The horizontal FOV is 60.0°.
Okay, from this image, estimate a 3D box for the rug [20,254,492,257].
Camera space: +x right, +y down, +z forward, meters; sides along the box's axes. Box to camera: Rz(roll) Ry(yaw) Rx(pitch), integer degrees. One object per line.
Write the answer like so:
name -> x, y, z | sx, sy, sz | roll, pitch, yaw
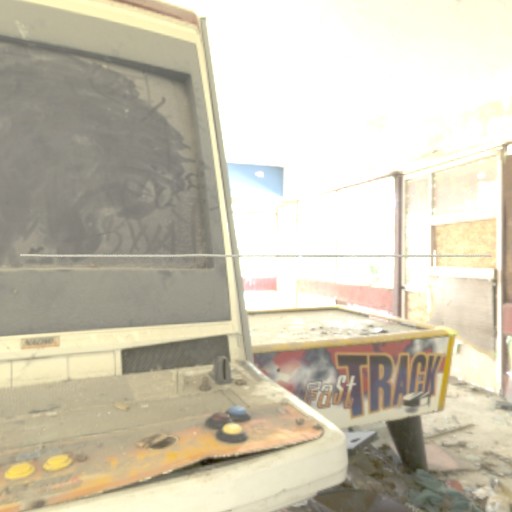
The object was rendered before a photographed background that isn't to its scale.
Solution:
rug -> 0.000, 0.000, 2.324 | 1.835, 0.012, 1.231 | 0, 0, 1
